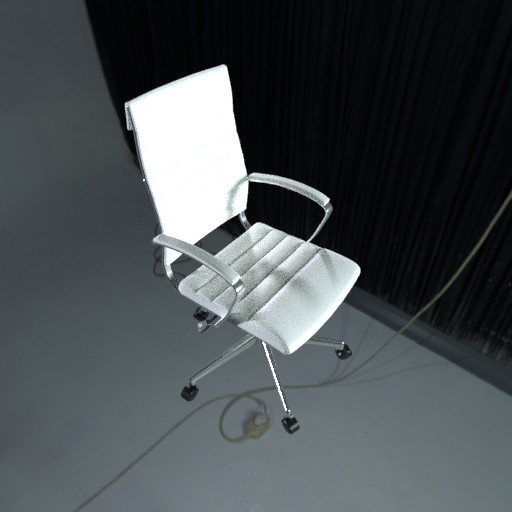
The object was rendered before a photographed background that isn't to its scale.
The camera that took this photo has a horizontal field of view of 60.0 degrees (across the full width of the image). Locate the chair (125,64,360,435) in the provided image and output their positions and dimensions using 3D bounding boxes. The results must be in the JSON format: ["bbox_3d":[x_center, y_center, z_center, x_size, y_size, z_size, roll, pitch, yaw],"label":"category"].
[{"bbox_3d":[0.000,0.000,1.651,0.739,1.149,0.766,27,47,27],"label":"chair"}]
